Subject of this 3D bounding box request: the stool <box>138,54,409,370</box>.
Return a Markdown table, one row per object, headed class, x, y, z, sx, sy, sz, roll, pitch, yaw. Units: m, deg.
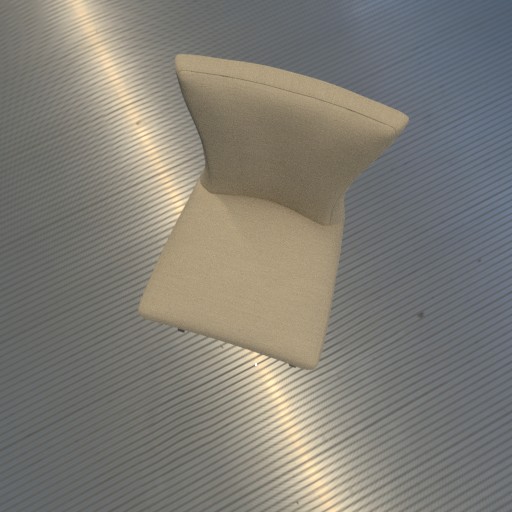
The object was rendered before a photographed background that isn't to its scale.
| class | x | y | z | sx | sy | sz | roll | pitch | yaw |
| --- | --- | --- | --- | --- | --- | --- | --- | --- | --- |
| stool | 0.000 | 0.000 | 1.378 | 0.514 | 1.086 | 0.574 | 17 | 77 | 4 |
